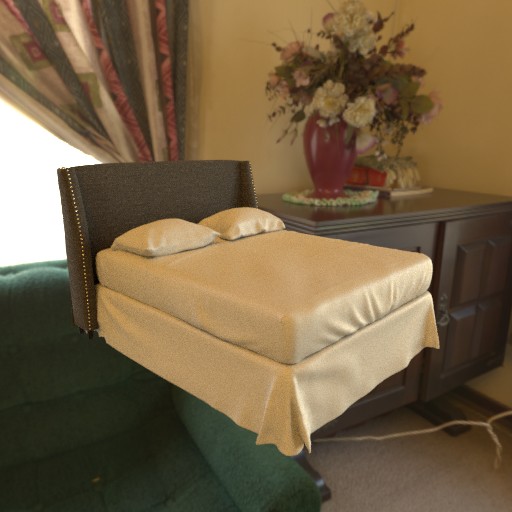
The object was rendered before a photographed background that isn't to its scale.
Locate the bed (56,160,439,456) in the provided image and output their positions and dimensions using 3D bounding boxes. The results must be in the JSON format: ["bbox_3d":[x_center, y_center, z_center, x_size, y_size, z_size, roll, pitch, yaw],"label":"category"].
[{"bbox_3d":[0.000,0.000,3.311,2.276,1.332,1.925,13,19,42],"label":"bed"}]
